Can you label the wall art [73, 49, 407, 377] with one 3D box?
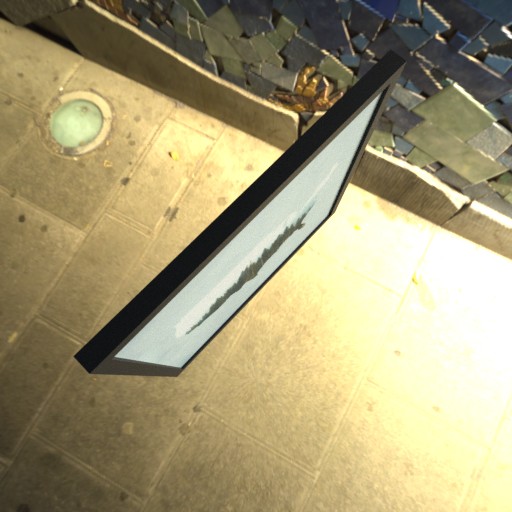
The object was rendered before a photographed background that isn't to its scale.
[{"bbox_3d":[0.000,0.000,1.107,0.038,0.763,0.763,42,79,11],"label":"wall art"}]
